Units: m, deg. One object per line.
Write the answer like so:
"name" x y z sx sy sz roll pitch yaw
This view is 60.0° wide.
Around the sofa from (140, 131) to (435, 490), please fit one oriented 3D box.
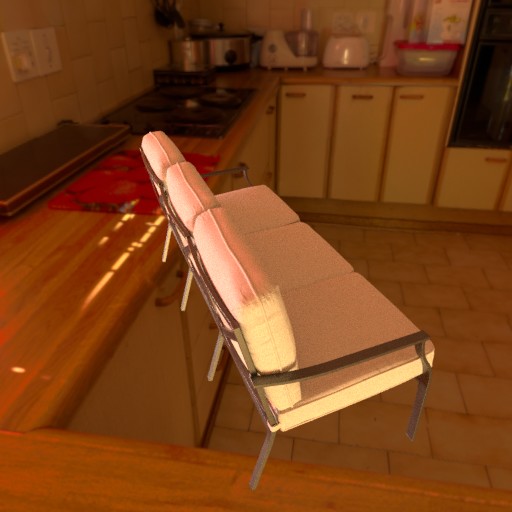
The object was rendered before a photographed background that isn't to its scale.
"sofa" 0.000 0.000 2.114 0.787 0.860 1.740 -11 33 -18
